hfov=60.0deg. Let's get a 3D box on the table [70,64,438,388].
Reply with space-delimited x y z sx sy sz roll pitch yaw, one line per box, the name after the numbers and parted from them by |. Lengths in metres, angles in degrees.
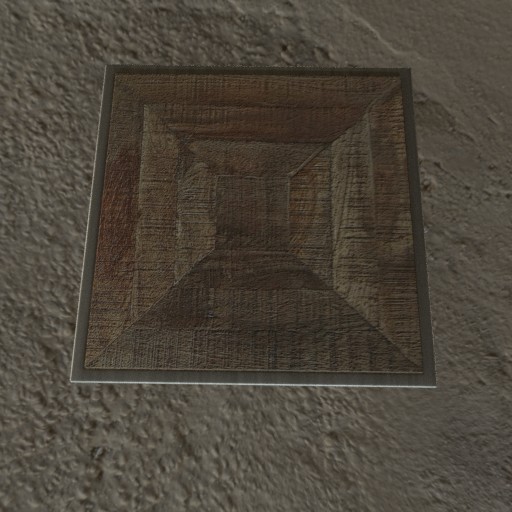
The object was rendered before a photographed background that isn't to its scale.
0.000 0.000 0.834 0.449 0.500 0.450 1 76 0 | table
